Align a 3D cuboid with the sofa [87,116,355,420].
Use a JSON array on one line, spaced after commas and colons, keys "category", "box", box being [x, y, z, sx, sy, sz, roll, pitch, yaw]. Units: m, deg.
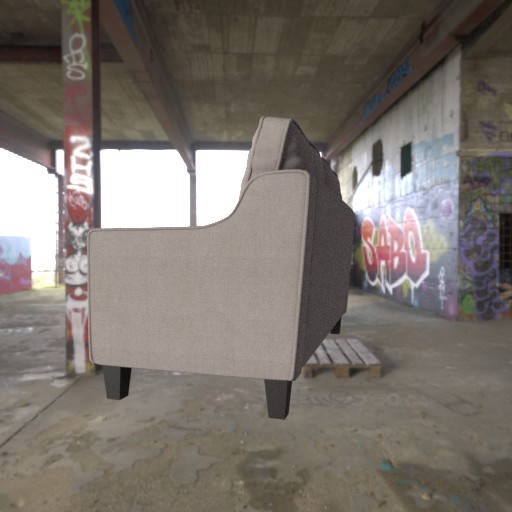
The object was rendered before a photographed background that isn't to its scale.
[{"category": "sofa", "box": [0.000, 0.000, 2.079, 0.791, 0.948, 1.500, 0, 1, 17]}]
